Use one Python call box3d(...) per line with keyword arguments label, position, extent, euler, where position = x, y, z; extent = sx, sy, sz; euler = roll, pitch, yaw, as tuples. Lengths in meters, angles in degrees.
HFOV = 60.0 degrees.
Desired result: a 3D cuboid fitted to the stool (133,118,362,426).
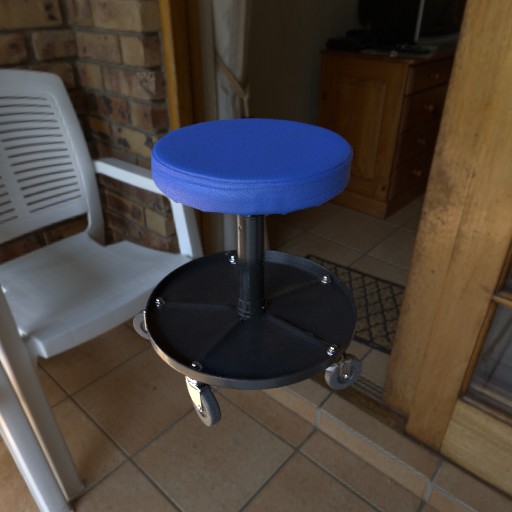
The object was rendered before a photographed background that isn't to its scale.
box3d(label="stool", position=(0.000, 0.000, 0.698), extent=(0.381, 0.365, 0.382), euler=(21, 37, 30))
